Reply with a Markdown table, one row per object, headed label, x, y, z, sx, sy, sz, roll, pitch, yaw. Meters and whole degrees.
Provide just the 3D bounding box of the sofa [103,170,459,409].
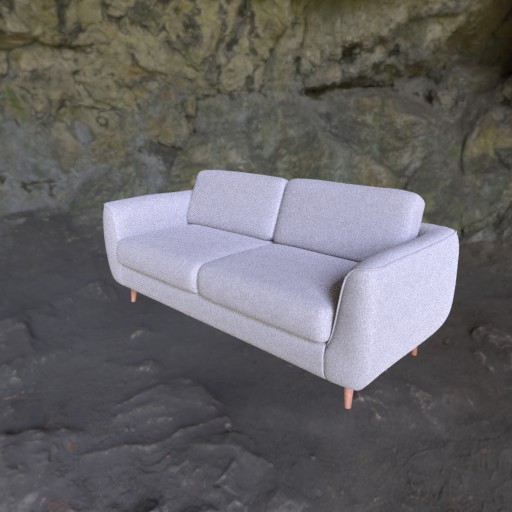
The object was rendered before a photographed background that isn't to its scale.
| label | x | y | z | sx | sy | sz | roll | pitch | yaw |
| --- | --- | --- | --- | --- | --- | --- | --- | --- | --- |
| sofa | 0.000 | 0.000 | 2.527 | 2.000 | 0.850 | 0.920 | 15 | 22 | 42 |
